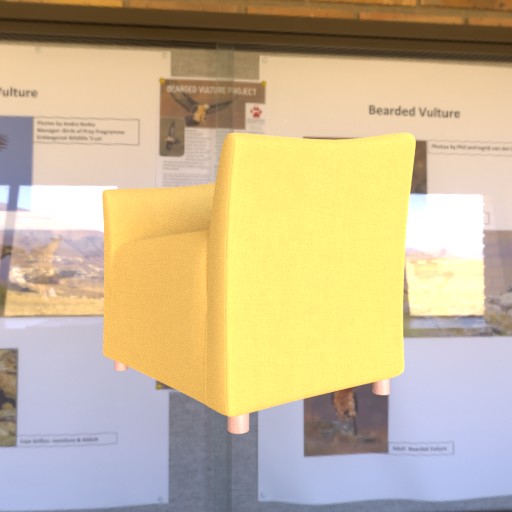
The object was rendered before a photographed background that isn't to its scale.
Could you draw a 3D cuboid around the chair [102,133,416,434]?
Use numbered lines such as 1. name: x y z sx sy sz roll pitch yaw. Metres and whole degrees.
1. chair: 0.000 0.000 1.334 0.700 0.720 0.790 1 -2 -36
